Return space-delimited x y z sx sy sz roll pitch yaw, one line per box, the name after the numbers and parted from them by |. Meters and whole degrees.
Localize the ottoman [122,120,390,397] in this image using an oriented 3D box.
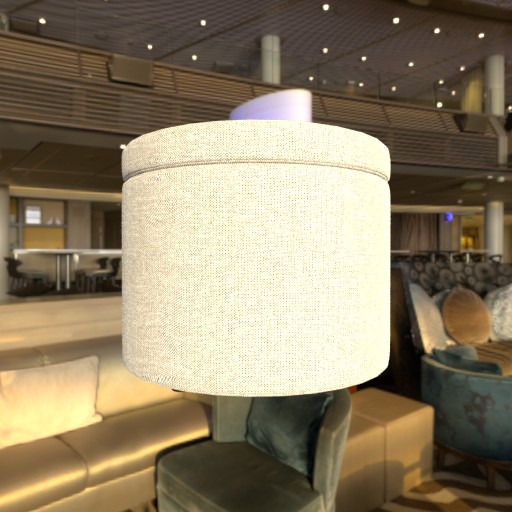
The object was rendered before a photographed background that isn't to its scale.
0.000 0.000 0.863 0.500 0.419 0.500 0 0 0 | ottoman
